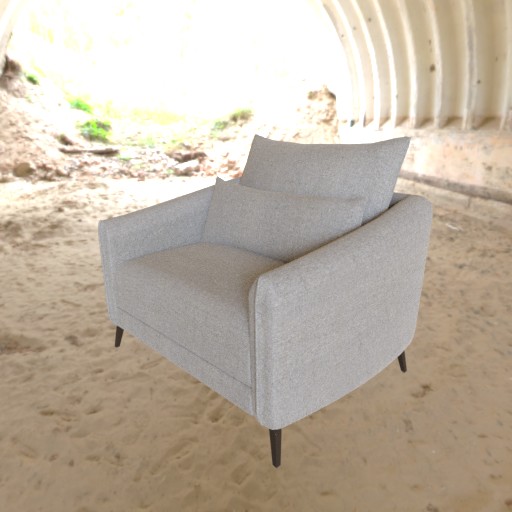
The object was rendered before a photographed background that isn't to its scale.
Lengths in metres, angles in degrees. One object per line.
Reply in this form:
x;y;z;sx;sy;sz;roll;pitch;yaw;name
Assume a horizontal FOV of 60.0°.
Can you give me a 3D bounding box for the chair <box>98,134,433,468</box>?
0.000;0.000;1.638;0.801;0.856;1.029;-16;23;-41;chair
